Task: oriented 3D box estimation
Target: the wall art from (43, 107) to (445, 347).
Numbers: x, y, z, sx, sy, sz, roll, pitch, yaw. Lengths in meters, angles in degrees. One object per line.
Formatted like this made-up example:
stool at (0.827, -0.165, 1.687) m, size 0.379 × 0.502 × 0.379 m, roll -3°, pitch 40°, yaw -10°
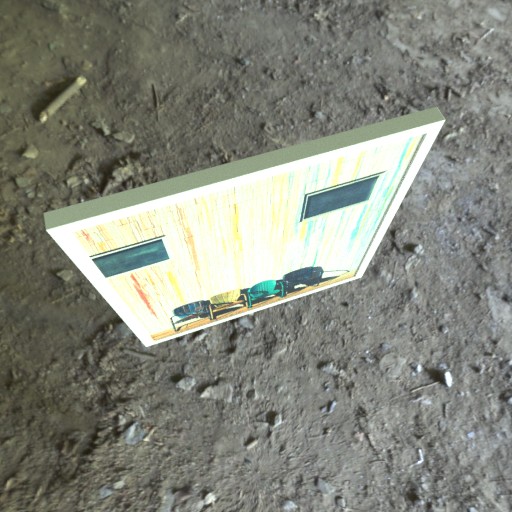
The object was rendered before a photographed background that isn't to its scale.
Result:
wall art at (0.000, 0.000, 1.148) m, size 0.760 × 0.760 × 0.036 m, roll -17°, pitch 65°, yaw -8°
